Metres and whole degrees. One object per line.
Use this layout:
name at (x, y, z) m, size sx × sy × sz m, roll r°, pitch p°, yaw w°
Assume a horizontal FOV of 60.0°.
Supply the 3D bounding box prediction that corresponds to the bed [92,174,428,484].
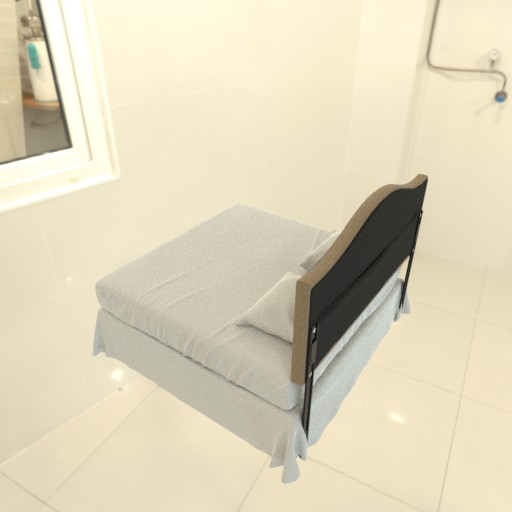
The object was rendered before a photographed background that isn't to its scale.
bed at (0.000, 0.000, 3.802) m, size 2.222 × 1.651 × 2.311 m, roll 20°, pitch 37°, yaw 30°
